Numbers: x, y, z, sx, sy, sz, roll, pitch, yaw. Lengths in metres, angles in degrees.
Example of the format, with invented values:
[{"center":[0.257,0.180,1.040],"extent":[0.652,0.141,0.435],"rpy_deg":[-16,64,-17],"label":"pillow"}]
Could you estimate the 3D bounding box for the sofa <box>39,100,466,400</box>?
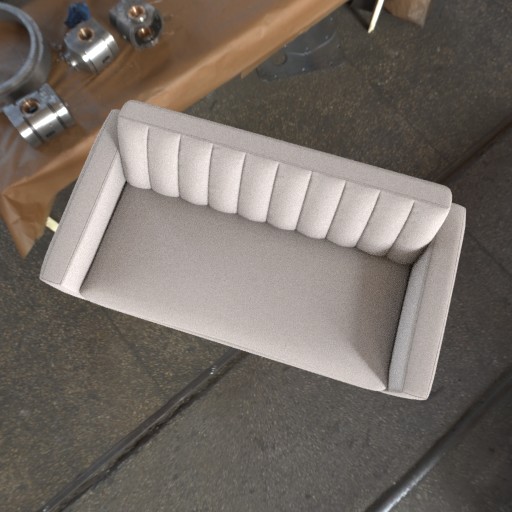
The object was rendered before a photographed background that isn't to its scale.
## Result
[{"center":[0.000,0.000,2.351],"extent":[1.895,0.814,0.969],"rpy_deg":[17,76,4],"label":"sofa"}]
